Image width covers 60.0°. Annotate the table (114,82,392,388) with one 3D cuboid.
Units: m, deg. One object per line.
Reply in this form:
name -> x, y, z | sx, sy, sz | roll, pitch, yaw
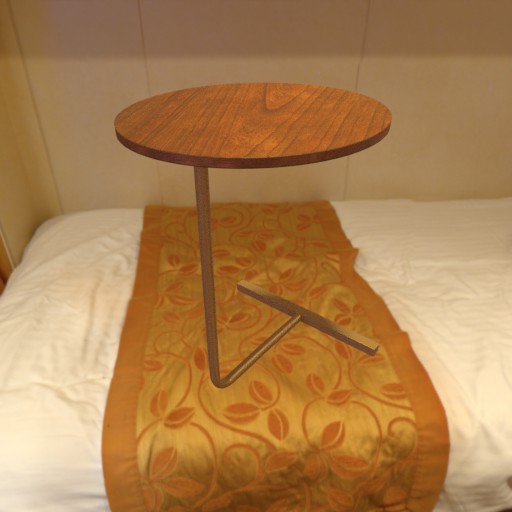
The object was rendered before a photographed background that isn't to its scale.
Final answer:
table -> 0.000, 0.000, 1.096 | 0.530, 0.706, 0.577 | 23, 39, 32
